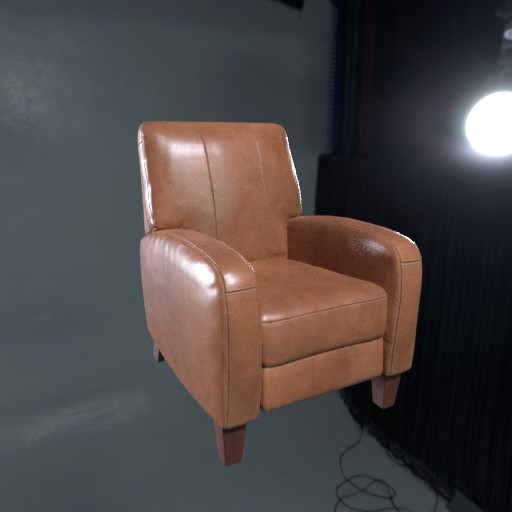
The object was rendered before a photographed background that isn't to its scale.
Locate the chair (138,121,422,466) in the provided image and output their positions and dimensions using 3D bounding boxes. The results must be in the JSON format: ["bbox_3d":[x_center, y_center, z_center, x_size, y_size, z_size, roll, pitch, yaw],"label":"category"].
[{"bbox_3d":[0.000,0.000,1.675,0.762,0.990,0.990,-8,17,-27],"label":"chair"}]
